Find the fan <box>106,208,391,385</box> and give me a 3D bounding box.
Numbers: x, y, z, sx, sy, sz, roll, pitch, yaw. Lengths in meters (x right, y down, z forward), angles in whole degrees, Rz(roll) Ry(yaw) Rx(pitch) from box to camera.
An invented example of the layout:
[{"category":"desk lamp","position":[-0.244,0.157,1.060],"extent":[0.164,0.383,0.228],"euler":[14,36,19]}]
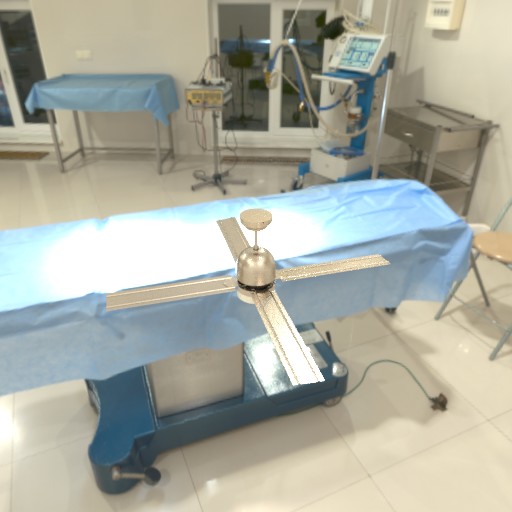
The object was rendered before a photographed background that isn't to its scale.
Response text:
[{"category":"fan","position":[0.000,0.000,2.011],"extent":[1.346,0.406,1.346],"euler":[-9,32,-15]}]
